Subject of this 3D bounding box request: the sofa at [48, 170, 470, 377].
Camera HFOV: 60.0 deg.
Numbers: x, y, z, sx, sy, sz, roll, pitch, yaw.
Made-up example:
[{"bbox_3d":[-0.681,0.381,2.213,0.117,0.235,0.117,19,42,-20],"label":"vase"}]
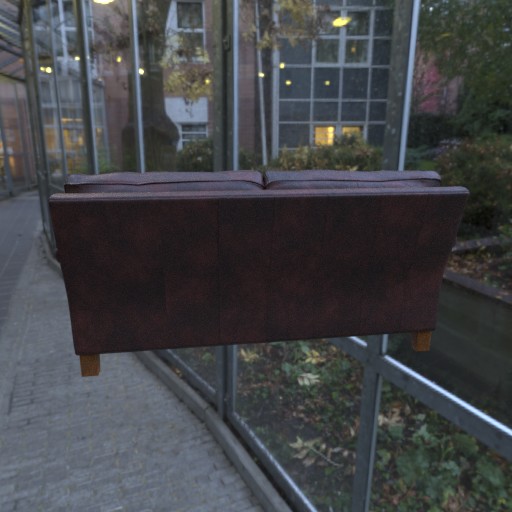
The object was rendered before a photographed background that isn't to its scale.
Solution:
[{"bbox_3d":[0.000,0.000,2.742,2.144,1.071,1.147,-2,15,-9],"label":"sofa"}]
